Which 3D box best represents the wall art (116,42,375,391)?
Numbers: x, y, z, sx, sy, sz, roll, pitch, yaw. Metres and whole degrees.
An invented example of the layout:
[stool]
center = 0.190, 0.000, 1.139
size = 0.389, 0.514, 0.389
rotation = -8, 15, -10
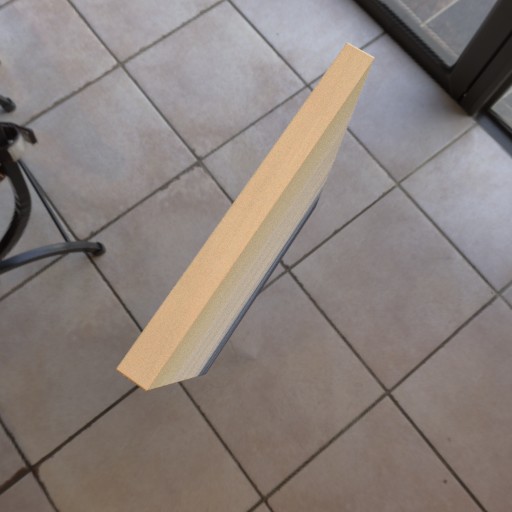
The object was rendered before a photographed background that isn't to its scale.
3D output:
[wall art]
center = 0.000, 0.000, 0.713
size = 0.037, 0.511, 0.435
rotation = 33, 79, 7
